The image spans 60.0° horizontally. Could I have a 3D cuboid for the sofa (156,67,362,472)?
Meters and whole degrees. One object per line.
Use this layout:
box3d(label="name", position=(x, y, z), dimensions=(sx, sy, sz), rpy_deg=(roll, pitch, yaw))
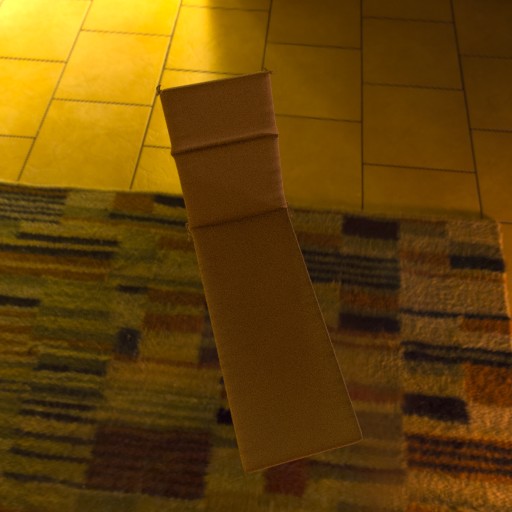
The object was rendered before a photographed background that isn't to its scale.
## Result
box3d(label="sofa", position=(0.000, 0.000, 1.965), dimensions=(0.582, 0.622, 1.663), rpy_deg=(-13, 65, -6))
